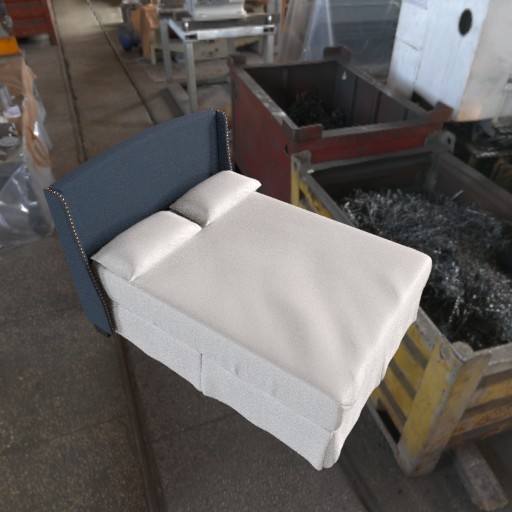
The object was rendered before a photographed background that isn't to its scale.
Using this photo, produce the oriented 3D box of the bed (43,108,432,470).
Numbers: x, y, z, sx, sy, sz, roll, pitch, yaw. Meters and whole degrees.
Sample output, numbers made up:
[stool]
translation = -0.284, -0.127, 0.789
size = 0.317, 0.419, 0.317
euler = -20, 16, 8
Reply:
[bed]
translation = 0.000, 0.000, 3.310
size = 2.237, 1.407, 1.710
euler = 24, 45, 26
